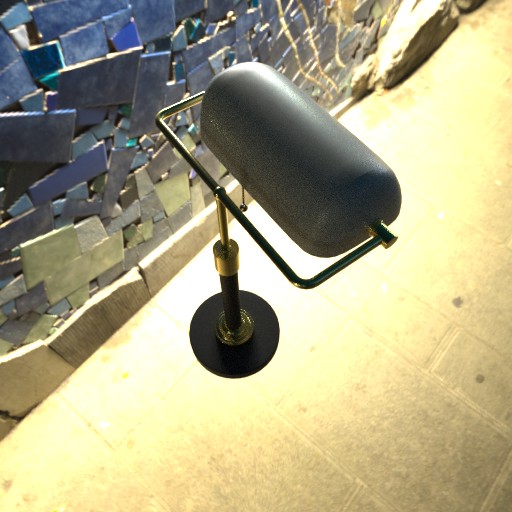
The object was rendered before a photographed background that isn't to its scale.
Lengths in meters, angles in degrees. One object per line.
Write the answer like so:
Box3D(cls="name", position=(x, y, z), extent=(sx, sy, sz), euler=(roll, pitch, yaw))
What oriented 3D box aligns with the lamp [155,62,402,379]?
Box3D(cls="lamp", position=(0.000, 0.000, 0.556), extent=(0.227, 0.404, 0.269), euler=(-31, 63, -18))
